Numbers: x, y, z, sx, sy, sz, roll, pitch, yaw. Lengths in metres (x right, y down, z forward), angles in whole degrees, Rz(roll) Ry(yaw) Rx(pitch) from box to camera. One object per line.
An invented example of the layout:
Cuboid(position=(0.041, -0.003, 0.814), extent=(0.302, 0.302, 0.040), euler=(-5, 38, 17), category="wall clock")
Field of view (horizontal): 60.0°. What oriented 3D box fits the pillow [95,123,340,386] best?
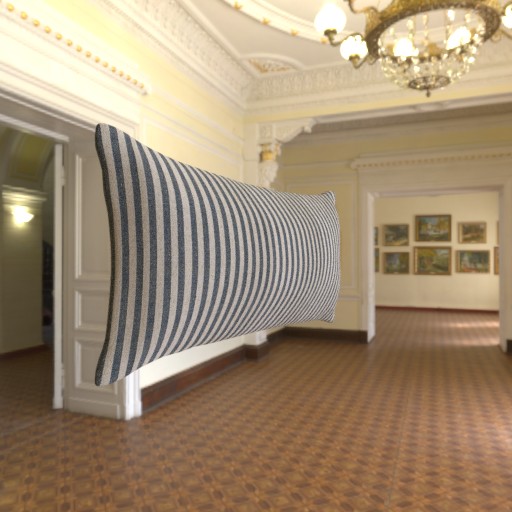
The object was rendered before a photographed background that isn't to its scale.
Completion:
Cuboid(position=(0.000, 0.000, 0.741), extent=(0.151, 0.295, 0.617), euler=(0, -1, 35), category="pillow")
